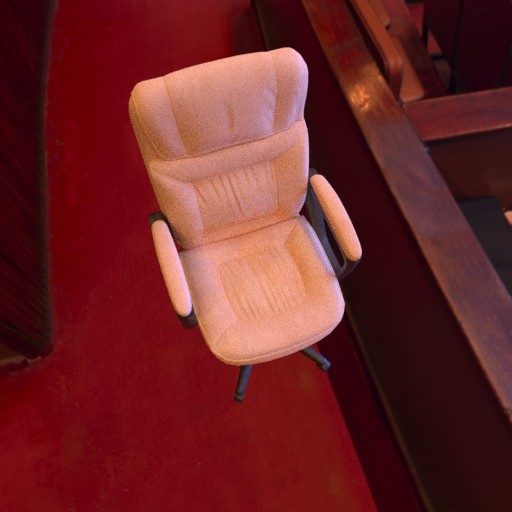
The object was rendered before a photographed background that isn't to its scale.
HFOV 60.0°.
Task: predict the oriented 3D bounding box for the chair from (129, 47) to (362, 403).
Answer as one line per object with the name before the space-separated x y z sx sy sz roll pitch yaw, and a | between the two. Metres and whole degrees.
chair | 0.000 0.000 1.537 0.667 1.105 0.724 -17 64 -9
